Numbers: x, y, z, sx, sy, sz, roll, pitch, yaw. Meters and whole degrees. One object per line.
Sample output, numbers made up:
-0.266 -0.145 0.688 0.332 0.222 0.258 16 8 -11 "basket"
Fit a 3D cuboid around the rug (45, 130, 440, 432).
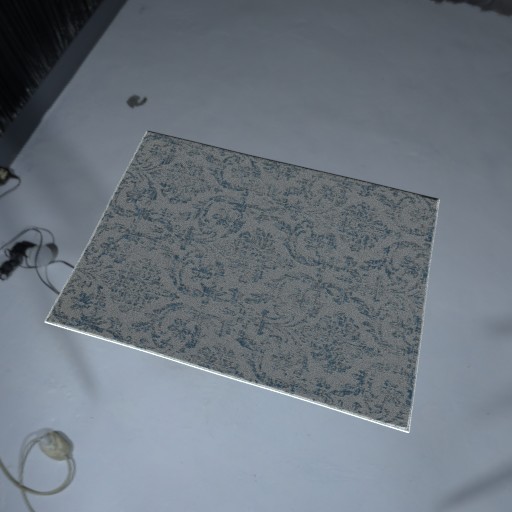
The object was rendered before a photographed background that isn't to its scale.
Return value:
0.000 0.000 2.882 2.197 0.014 1.586 15 64 7 "rug"
